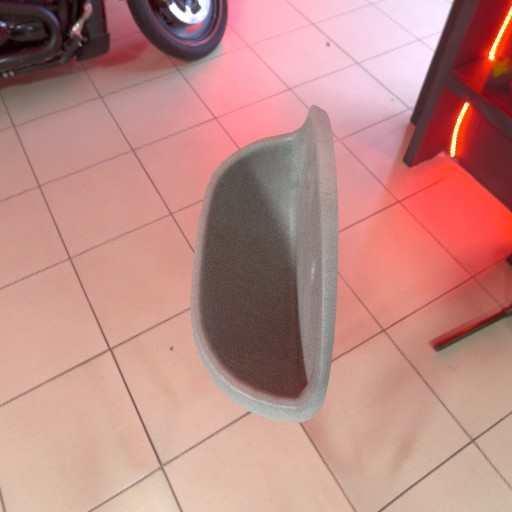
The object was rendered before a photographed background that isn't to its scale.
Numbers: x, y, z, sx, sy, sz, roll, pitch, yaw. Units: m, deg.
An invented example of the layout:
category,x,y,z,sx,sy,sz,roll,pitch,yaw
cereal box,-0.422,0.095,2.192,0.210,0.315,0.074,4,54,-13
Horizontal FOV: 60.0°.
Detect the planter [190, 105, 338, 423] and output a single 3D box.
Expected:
category,x,y,z,sx,sy,sz,roll,pitch,yaw
planter,0.000,0.000,0.268,0.073,0.164,0.190,2,57,1
